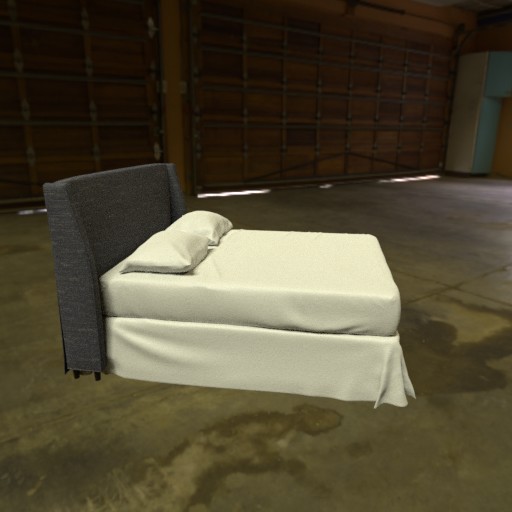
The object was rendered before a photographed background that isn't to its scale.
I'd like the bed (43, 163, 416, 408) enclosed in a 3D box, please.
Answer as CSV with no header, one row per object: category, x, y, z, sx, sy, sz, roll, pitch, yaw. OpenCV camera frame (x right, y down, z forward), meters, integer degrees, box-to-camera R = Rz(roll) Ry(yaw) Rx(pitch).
bed,0.000,0.000,3.508,2.276,1.332,1.925,3,16,10
